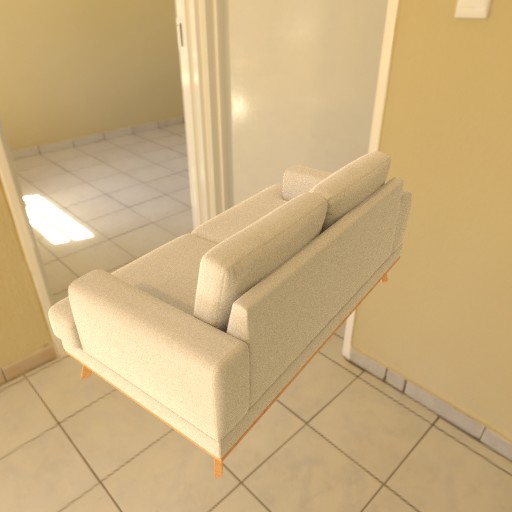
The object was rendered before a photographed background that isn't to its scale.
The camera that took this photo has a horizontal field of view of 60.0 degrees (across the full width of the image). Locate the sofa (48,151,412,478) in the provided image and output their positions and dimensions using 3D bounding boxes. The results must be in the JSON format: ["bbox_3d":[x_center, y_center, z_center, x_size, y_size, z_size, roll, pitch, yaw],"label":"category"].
[{"bbox_3d":[0.000,0.000,2.100,0.915,0.810,1.651,21,37,30],"label":"sofa"}]
